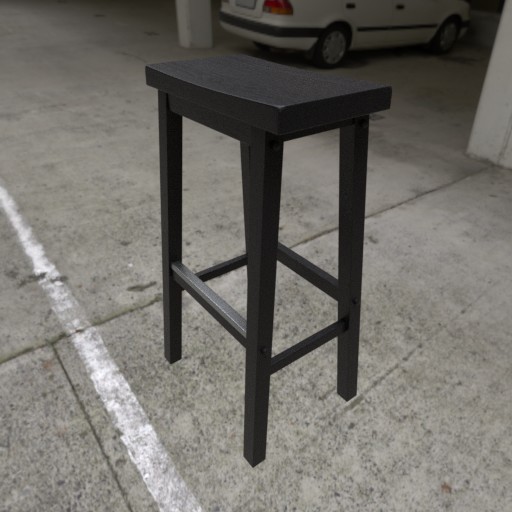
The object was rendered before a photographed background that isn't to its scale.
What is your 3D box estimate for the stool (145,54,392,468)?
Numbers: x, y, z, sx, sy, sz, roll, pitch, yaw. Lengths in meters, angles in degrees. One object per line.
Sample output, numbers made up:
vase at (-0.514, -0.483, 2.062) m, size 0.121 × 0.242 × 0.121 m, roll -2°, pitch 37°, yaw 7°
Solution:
stool at (0.000, 0.000, 0.961) m, size 0.322 × 0.742 × 0.406 m, roll -22°, pitch 38°, yaw -31°
